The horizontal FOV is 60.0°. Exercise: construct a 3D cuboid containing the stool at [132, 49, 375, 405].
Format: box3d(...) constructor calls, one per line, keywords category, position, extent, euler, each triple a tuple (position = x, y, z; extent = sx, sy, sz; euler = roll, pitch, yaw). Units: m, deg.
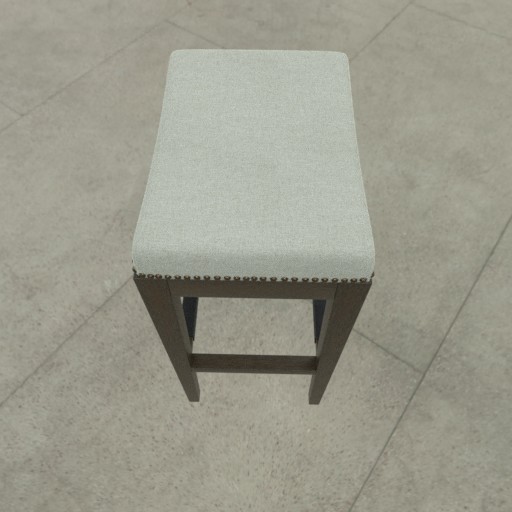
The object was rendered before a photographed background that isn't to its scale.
box3d(category="stool", position=(0.000, 0.000, 1.037), extent=(0.358, 0.759, 0.498), euler=(1, 58, 1))
